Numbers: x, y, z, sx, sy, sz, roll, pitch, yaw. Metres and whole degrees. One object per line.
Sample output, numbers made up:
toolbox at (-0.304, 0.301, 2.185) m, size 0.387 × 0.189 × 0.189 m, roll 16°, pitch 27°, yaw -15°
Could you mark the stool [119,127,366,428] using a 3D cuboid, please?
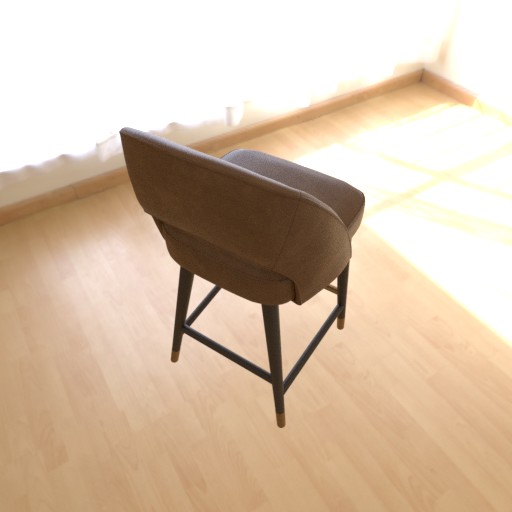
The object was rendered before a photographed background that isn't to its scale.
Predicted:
stool at (0.000, 0.000, 1.229) m, size 0.494 × 0.940 × 0.509 m, roll 24°, pitch 51°, yaw 22°
